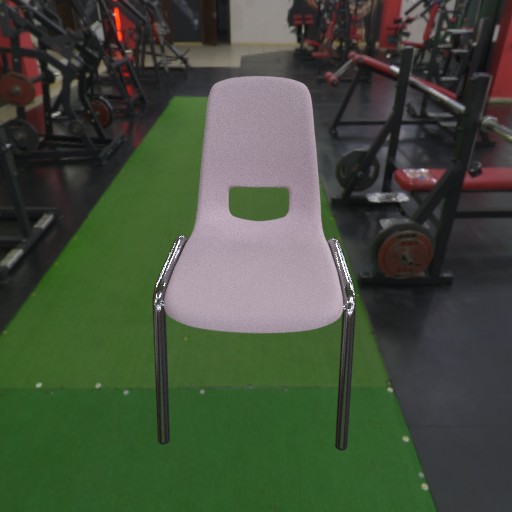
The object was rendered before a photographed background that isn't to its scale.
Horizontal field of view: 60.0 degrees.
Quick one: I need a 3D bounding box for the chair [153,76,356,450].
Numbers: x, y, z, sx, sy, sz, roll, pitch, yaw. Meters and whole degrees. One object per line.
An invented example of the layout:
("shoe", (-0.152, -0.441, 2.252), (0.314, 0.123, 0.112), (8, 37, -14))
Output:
("chair", (0.000, 0.000, 0.851), (0.354, 0.586, 0.423), (1, 31, 2))
